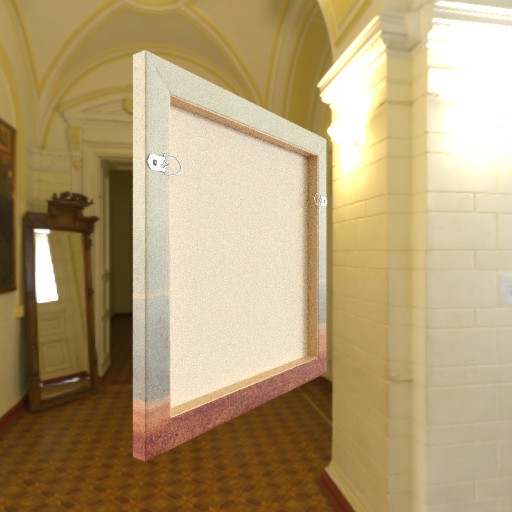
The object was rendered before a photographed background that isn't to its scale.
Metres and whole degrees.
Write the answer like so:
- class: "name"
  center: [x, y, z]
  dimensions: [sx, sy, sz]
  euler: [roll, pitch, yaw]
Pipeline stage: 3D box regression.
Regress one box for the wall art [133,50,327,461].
- class: "wall art"
  center: [0.000, 0.000, 0.607]
  dimensions: [0.023, 0.405, 0.405]
  euler: [0, 0, 35]
